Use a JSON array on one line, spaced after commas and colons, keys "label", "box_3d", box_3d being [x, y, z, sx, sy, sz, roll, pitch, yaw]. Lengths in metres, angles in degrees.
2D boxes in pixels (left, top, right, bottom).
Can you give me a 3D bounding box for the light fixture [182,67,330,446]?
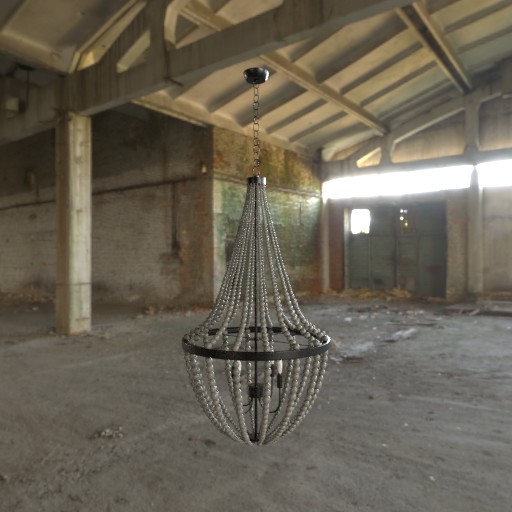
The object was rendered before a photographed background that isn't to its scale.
[{"label": "light fixture", "box_3d": [0.000, 0.000, 1.365, 0.450, 1.133, 0.450, 0, -1, 0]}]
